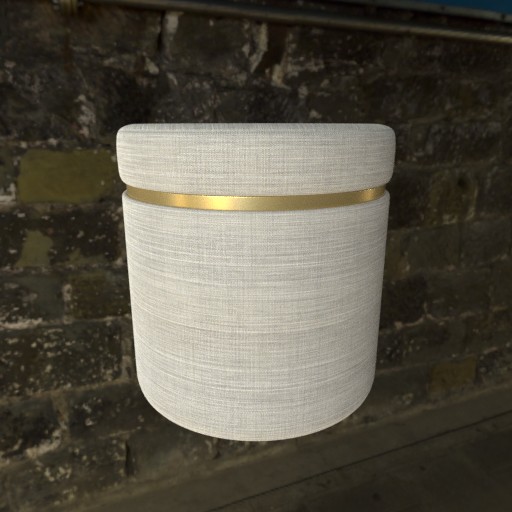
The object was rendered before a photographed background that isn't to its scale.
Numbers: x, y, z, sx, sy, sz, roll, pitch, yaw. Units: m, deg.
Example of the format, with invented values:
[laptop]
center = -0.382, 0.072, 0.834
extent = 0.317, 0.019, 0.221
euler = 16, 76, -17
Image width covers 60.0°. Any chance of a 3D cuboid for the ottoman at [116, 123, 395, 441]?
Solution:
[ottoman]
center = 0.000, 0.000, 0.712
extent = 0.400, 0.406, 0.400
euler = 0, 16, 0
